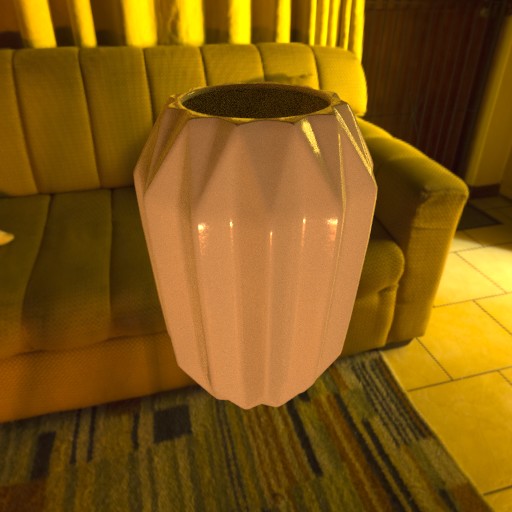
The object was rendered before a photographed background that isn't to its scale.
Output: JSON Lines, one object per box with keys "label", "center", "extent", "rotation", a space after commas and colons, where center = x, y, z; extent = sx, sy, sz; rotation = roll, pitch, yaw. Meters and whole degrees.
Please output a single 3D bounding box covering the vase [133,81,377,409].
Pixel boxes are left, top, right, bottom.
{"label": "vase", "center": [0.000, 0.000, 0.400], "extent": [0.195, 0.275, 0.195], "rotation": [0, 32, 0]}
